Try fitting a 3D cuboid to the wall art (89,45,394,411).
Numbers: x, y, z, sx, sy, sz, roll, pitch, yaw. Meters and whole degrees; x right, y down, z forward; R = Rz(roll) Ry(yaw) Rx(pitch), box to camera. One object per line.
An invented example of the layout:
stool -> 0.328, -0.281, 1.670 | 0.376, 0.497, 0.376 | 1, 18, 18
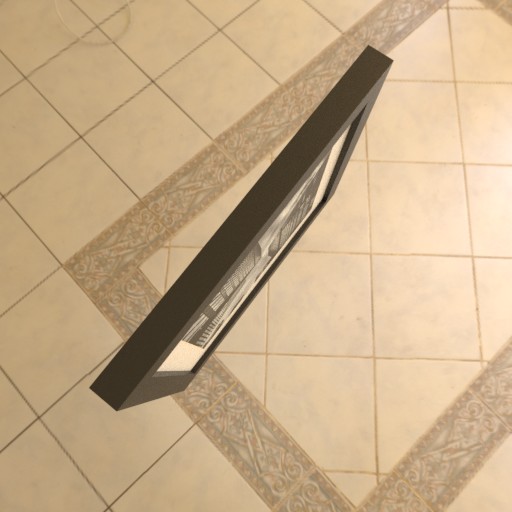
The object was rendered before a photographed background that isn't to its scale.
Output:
wall art -> 0.000, 0.000, 0.525 | 0.028, 0.321, 0.381 | 36, 79, 9
